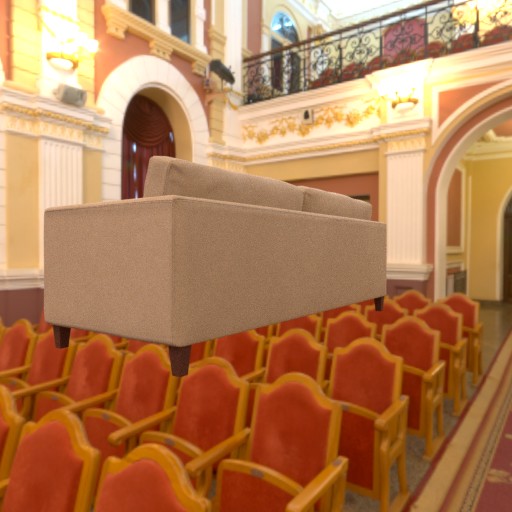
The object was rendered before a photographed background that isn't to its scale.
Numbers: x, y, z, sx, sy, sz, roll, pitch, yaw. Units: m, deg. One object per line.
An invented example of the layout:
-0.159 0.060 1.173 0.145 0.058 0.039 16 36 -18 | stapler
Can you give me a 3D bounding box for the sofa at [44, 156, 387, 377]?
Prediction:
0.000 0.000 2.924 0.988 0.912 2.404 1 1 36 | sofa
